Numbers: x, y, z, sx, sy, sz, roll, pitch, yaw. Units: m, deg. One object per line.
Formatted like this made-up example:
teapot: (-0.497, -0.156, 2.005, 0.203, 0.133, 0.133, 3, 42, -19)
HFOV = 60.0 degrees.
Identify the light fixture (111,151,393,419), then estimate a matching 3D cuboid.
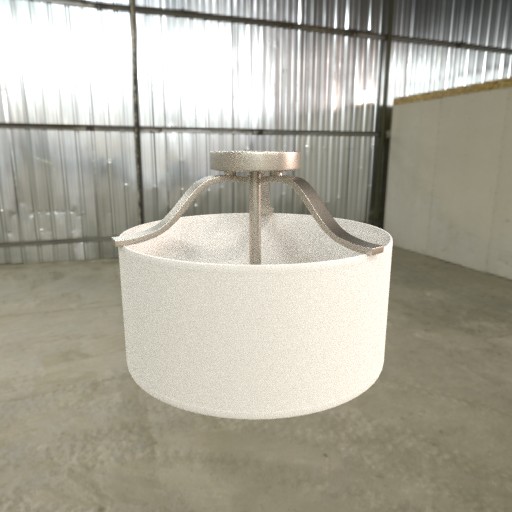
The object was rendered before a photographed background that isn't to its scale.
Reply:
light fixture: (0.000, 0.000, 0.658, 0.395, 0.304, 0.395, 0, 14, 0)
